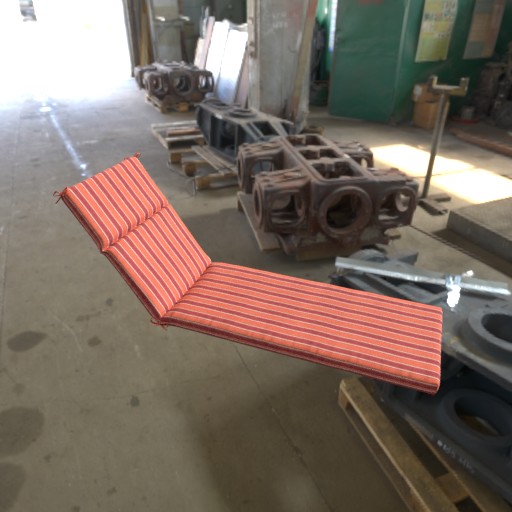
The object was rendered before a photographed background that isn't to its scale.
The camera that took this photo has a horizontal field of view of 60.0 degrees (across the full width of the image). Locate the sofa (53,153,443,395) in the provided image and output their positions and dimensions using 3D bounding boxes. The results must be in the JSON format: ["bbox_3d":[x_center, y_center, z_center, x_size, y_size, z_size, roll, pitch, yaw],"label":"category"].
[{"bbox_3d":[0.000,0.000,1.983,1.663,0.622,0.582,11,32,18],"label":"sofa"}]
